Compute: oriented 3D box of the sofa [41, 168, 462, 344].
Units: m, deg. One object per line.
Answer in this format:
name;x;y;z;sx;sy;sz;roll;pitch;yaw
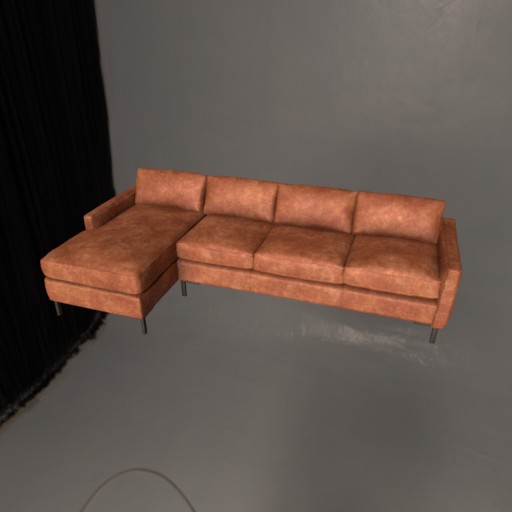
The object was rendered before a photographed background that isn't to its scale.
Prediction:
sofa;0.000;0.000;3.552;2.993;0.859;1.471;9;30;16
